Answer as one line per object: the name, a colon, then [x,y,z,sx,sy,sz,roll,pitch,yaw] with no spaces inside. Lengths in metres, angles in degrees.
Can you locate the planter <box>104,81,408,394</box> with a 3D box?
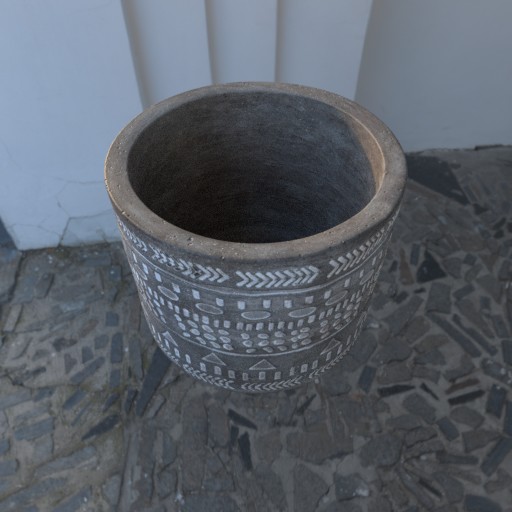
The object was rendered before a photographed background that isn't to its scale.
planter: [0.000,0.000,0.226,0.122,0.128,0.122,0,48,0]
